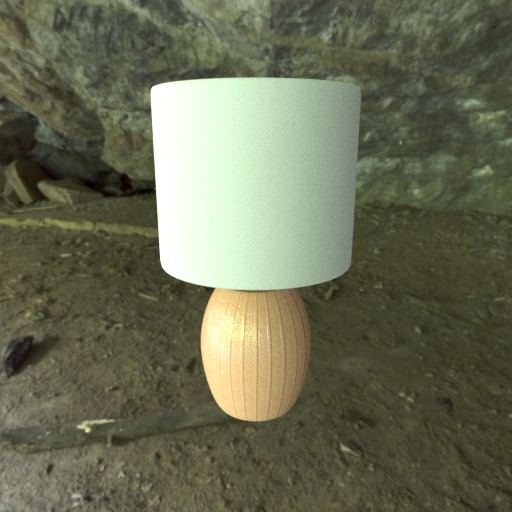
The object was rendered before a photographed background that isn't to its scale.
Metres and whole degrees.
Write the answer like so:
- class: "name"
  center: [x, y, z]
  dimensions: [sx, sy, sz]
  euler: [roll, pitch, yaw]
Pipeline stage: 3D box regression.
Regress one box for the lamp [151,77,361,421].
- class: "lamp"
  center: [0.000, 0.000, 0.780]
  dimensions: [0.329, 0.570, 0.329]
  euler: [0, 15, 0]
